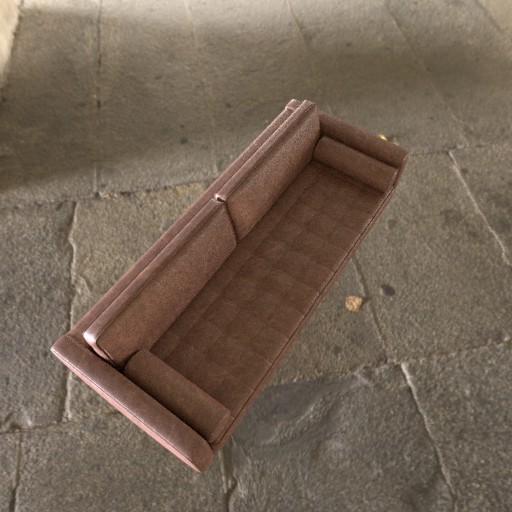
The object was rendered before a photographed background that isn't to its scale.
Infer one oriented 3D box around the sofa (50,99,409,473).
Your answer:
[{"bbox_3d":[0.000,0.000,2.620,0.914,0.762,2.210,31,63,17],"label":"sofa"}]
